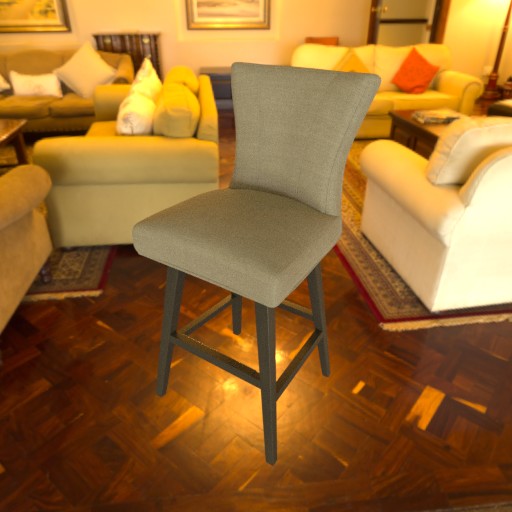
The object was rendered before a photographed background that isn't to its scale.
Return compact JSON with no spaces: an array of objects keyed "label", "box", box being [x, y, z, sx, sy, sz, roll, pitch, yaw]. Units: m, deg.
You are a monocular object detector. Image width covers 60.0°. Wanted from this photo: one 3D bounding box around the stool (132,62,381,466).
[{"label":"stool","box":[0.000,0.000,1.432,0.514,1.086,0.574,19,35,29]}]
